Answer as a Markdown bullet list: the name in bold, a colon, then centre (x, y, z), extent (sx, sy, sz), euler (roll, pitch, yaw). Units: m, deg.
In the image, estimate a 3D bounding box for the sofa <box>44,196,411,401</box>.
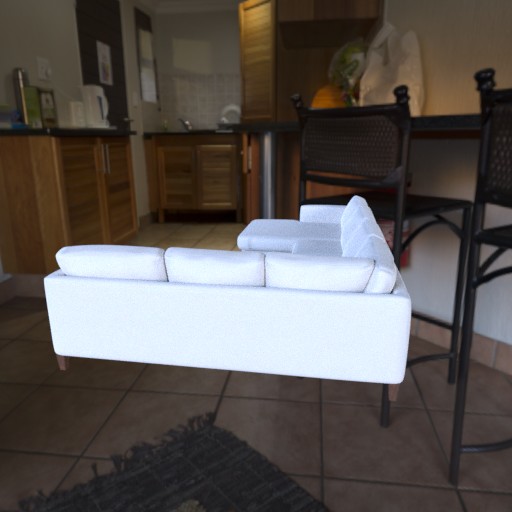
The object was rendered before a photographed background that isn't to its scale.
- **sofa**: centre (0.000, 0.000, 4.659), extent (2.593, 0.956, 3.459), euler (3, 16, 9)
